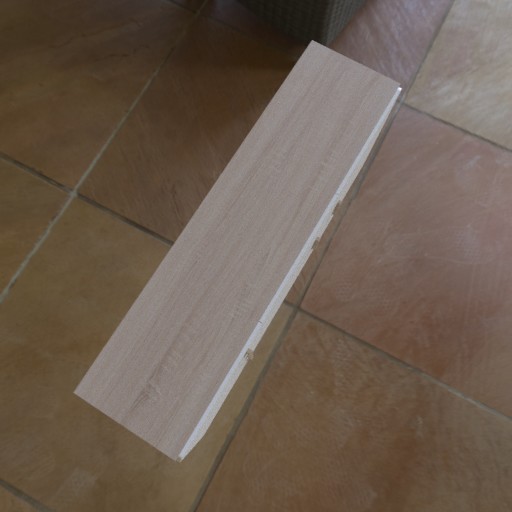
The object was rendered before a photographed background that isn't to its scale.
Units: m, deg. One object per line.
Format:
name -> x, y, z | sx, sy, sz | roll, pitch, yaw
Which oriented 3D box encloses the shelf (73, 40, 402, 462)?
shelf -> 0.000, 0.000, 1.860 | 0.400, 0.780, 1.490 | 30, 77, 8
